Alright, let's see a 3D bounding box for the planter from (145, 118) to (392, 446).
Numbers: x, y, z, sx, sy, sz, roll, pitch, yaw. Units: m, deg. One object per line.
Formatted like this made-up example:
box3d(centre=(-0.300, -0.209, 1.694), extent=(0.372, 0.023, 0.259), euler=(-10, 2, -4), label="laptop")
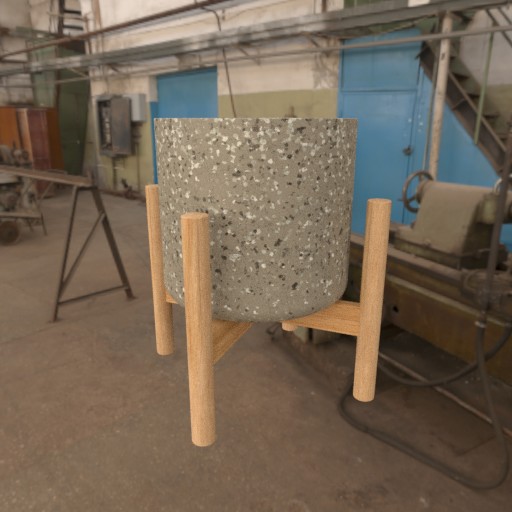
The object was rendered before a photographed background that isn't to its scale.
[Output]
box3d(centre=(0.000, 0.000, 0.540), extent=(0.284, 0.320, 0.284), euler=(-16, 23, -42), label="planter")
